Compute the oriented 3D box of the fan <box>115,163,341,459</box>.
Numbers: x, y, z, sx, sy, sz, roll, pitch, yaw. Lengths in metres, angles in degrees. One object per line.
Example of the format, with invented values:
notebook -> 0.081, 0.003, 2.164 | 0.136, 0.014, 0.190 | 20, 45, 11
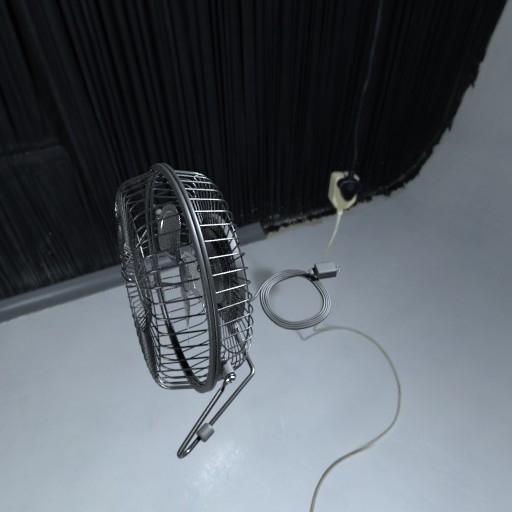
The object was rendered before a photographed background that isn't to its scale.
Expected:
fan -> 0.000, 0.000, 0.381 | 0.227, 0.188, 0.209 | -17, 48, -16
